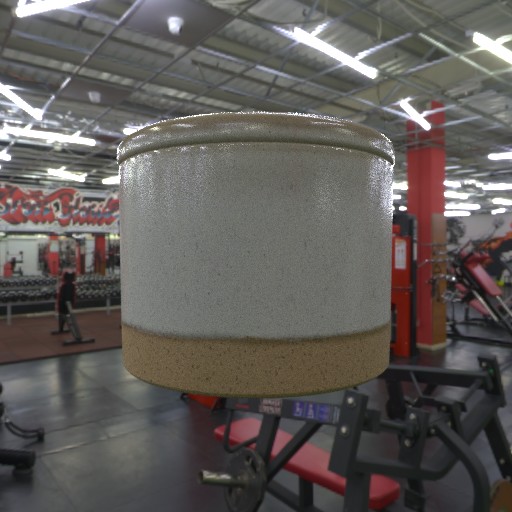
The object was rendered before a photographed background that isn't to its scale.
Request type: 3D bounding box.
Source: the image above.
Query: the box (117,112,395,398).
[{"bbox_3d":[0.000,0.000,0.258,0.154,0.123,0.154,0,1,0],"label":"box"}]
